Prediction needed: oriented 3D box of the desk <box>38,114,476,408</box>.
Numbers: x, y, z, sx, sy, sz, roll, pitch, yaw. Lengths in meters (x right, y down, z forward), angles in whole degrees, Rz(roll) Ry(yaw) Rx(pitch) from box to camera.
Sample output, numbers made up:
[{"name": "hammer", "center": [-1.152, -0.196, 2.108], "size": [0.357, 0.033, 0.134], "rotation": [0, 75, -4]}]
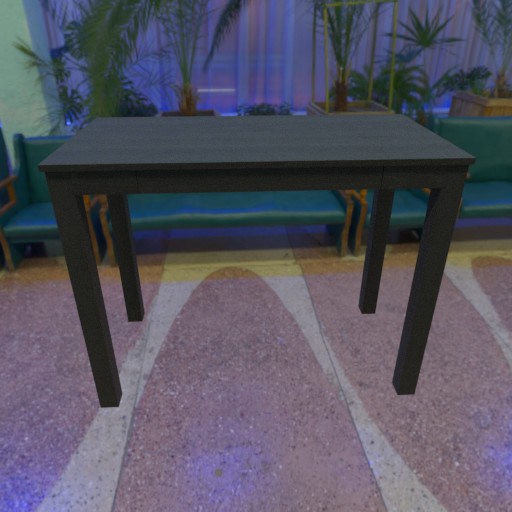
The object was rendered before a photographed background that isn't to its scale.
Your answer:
[{"name": "desk", "center": [0.000, 0.000, 1.401], "size": [0.991, 0.762, 0.499], "rotation": [-2, 29, -3]}]
